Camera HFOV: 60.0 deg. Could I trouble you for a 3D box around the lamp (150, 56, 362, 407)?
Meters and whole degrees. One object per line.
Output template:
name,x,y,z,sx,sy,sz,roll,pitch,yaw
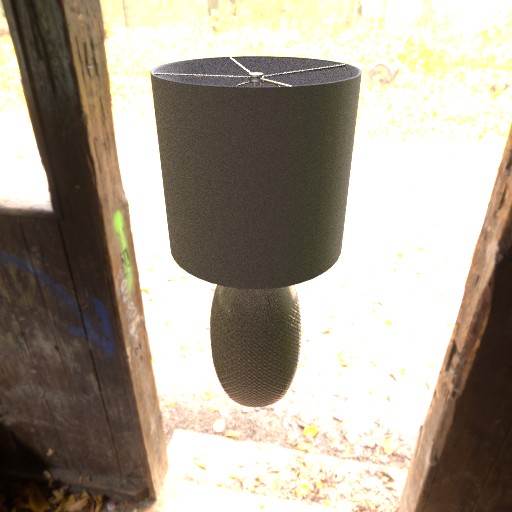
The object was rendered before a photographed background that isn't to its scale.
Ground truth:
lamp,0.000,0.000,0.576,0.217,0.453,0.217,-9,32,-15
